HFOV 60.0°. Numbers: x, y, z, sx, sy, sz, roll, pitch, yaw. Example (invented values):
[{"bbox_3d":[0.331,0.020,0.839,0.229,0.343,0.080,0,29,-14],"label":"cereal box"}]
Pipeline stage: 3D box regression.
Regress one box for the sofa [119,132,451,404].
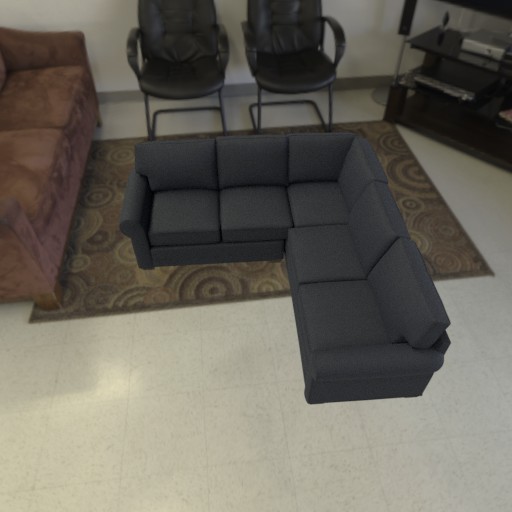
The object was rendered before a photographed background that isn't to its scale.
[{"bbox_3d":[0.000,0.000,3.954,2.487,1.042,2.562,-3,46,-3],"label":"sofa"}]
